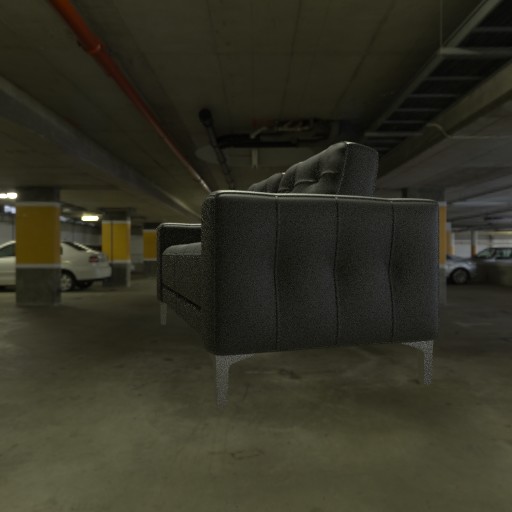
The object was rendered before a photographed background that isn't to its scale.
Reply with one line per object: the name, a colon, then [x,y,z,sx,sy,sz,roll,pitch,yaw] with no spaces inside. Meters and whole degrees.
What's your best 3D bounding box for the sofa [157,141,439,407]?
sofa: [0.000,0.000,2.220,0.833,0.892,1.726,0,0,-18]
